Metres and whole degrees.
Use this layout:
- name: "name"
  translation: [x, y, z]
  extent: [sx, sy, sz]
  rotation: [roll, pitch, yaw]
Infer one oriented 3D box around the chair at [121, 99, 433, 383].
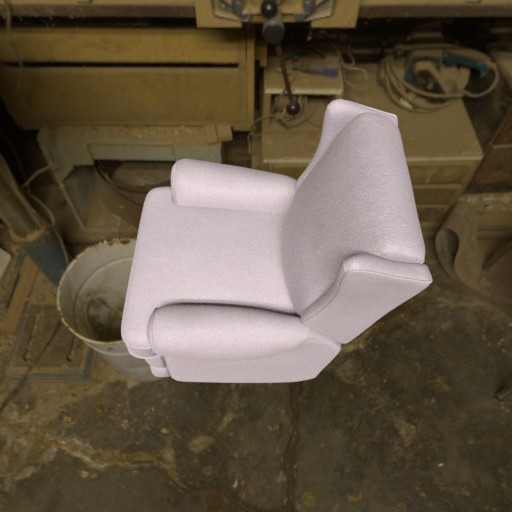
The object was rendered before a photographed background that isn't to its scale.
- name: "chair"
  translation: [0.000, 0.000, 1.725]
  extent: [0.969, 1.011, 0.847]
  rotation: [1, 58, 1]
